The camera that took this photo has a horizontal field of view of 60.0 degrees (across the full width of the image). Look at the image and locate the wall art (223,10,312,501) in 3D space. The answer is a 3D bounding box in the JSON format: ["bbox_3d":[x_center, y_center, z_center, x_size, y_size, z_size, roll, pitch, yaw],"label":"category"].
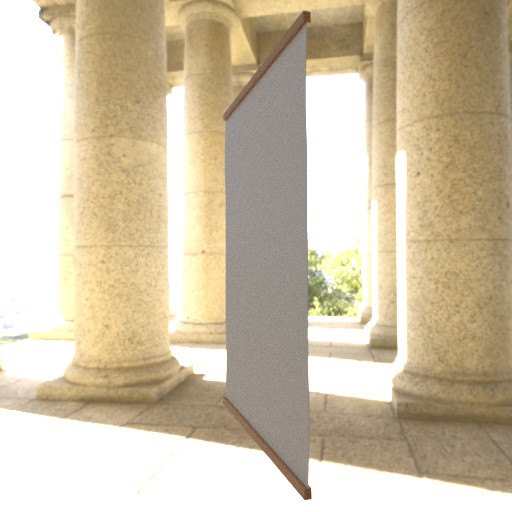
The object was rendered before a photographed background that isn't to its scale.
[{"bbox_3d":[0.000,0.000,1.859,0.025,1.521,1.011,0,-1,-19],"label":"wall art"}]
